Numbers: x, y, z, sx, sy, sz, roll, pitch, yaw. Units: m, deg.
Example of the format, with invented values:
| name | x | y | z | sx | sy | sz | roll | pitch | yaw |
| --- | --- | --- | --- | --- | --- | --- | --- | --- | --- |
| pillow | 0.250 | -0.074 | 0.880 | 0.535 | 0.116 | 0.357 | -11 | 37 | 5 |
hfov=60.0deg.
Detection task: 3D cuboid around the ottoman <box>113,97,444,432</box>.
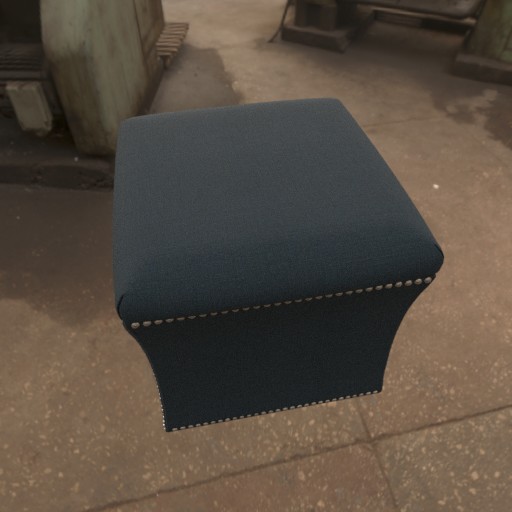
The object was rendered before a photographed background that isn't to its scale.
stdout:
| name | x | y | z | sx | sy | sz | roll | pitch | yaw |
| --- | --- | --- | --- | --- | --- | --- | --- | --- | --- |
| ottoman | 0.000 | 0.000 | 0.922 | 0.497 | 0.475 | 0.507 | -8 | 47 | -8 |
